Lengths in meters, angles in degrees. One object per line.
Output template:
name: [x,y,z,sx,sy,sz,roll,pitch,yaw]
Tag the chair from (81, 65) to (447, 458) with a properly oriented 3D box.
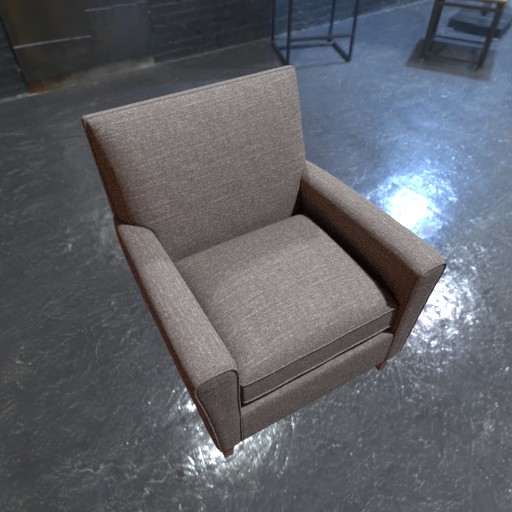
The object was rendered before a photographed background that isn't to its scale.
chair: [0.000,0.000,1.552,0.838,0.885,0.875,-22,50,-20]
